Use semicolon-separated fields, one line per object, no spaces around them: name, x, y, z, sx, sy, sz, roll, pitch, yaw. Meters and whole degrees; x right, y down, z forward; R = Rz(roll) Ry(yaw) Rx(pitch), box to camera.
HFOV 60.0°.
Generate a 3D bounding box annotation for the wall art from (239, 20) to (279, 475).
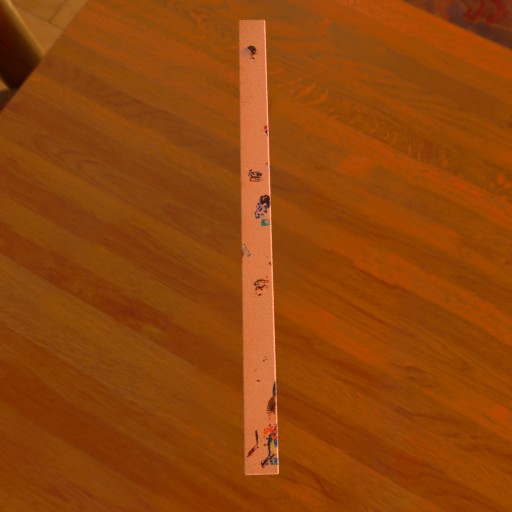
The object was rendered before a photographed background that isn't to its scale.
wall art;0.000;0.000;0.770;0.039;0.406;0.609;-1;76;0
